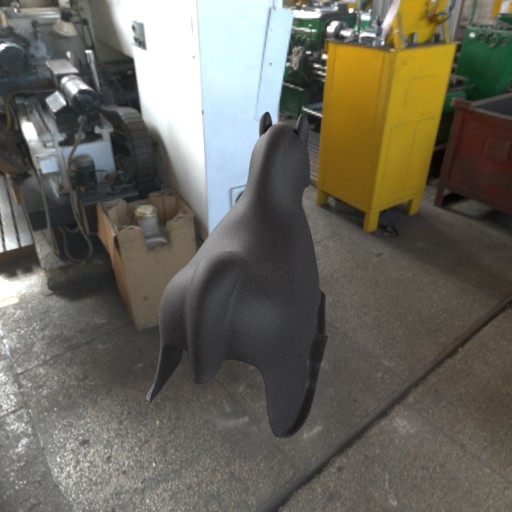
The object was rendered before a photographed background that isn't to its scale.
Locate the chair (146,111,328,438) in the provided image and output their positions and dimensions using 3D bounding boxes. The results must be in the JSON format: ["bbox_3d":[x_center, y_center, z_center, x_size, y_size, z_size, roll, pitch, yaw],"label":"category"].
[{"bbox_3d":[0.000,0.000,1.182,0.429,0.612,0.800,10,34,14],"label":"chair"}]
